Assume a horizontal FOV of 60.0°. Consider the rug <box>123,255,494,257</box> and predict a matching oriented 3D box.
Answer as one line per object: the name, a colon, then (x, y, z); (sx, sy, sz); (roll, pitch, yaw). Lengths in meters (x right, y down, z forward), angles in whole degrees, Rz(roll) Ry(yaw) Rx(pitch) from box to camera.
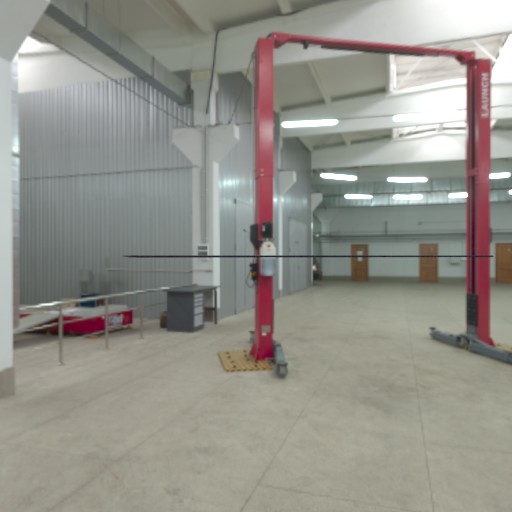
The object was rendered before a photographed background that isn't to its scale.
rug: (0.000, 0.000, 2.866); (1.630, 0.009, 2.232); (0, 0, -17)
